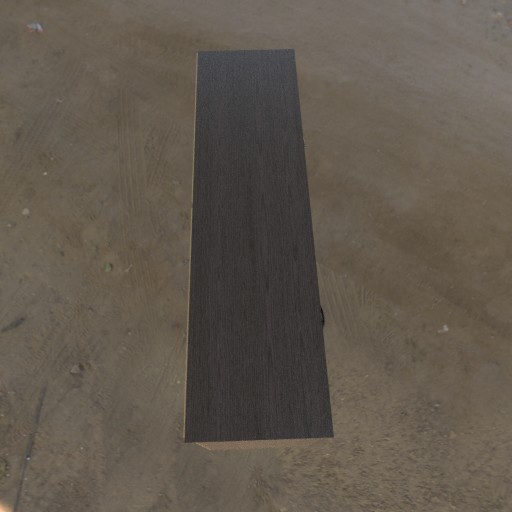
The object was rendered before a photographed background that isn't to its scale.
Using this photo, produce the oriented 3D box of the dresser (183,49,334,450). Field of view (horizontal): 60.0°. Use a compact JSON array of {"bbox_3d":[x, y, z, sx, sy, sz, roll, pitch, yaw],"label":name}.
[{"bbox_3d":[0.000,0.000,1.713,0.401,0.755,1.360,-2,64,-1],"label":"dresser"}]
